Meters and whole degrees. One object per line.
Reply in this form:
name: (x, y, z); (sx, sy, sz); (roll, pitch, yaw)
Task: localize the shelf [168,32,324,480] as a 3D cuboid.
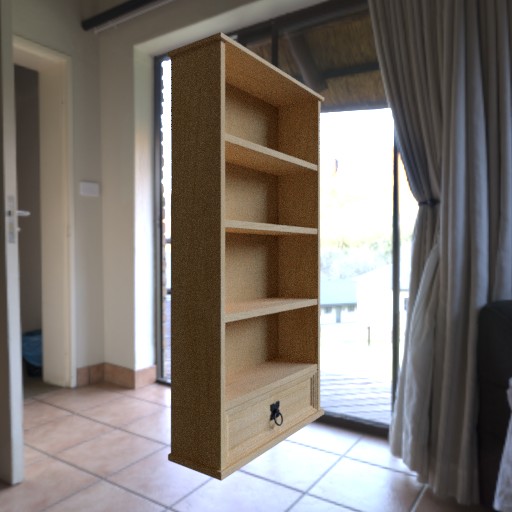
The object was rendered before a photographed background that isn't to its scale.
shelf: (0.000, 0.000, 1.274); (0.175, 1.030, 0.520); (0, 0, 35)
